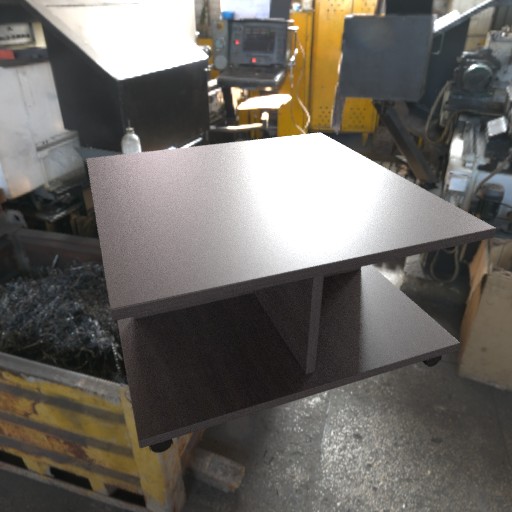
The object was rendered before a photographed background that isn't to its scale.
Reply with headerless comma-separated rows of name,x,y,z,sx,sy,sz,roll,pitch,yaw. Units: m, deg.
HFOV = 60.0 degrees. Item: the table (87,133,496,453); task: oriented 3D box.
table,0.000,0.000,1.196,0.762,0.396,0.762,-11,33,-18
